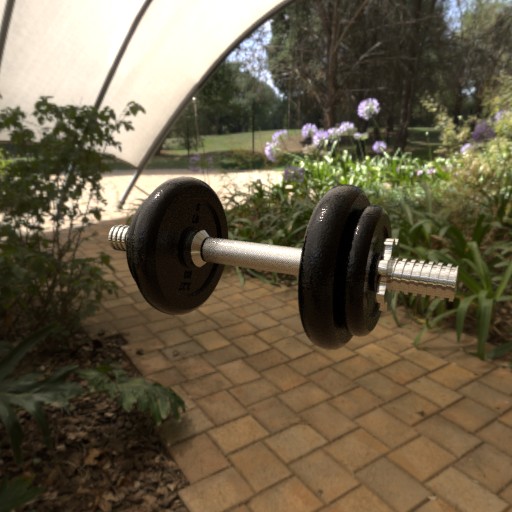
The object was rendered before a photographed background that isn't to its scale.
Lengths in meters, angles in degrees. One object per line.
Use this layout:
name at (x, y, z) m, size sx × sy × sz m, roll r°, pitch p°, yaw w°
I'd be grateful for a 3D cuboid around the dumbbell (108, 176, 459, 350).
dumbbell at (0.000, 0.000, 0.596) m, size 0.497 × 0.202 × 0.202 m, roll 8°, pitch 17°, yaw 26°
